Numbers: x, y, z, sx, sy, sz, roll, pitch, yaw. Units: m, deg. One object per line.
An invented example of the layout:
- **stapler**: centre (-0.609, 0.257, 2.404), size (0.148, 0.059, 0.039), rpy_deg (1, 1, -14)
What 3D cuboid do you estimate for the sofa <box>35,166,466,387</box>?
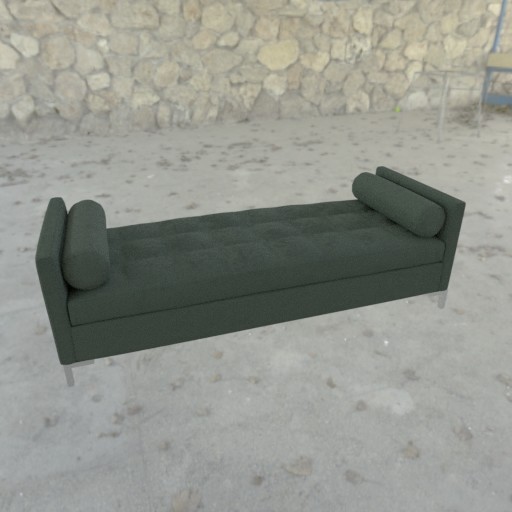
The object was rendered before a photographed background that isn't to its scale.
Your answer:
- **sofa**: centre (0.000, 0.000, 2.481), size (2.102, 0.657, 0.797), rpy_deg (-8, 28, -17)
